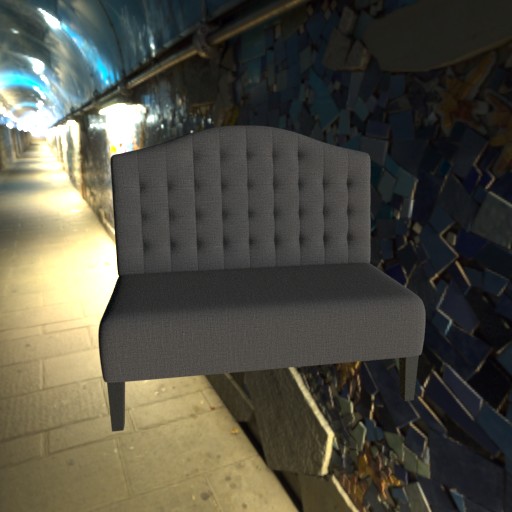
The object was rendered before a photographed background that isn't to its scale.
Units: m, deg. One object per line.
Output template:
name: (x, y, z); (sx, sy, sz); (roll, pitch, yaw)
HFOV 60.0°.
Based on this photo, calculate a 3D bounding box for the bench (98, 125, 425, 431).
bench: (0.000, 0.000, 2.076); (1.335, 1.180, 0.815); (-3, 16, -9)
